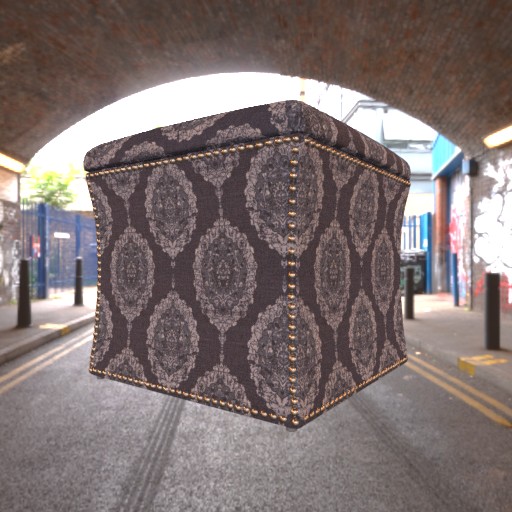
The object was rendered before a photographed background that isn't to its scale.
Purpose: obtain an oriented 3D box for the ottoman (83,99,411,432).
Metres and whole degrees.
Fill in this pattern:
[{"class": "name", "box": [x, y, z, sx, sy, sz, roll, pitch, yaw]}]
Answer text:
[{"class": "ottoman", "box": [0.000, 0.000, 0.908, 0.507, 0.475, 0.497, 0, 0, 36]}]
